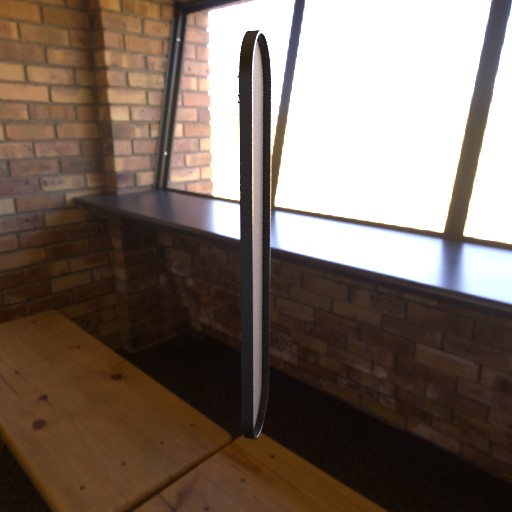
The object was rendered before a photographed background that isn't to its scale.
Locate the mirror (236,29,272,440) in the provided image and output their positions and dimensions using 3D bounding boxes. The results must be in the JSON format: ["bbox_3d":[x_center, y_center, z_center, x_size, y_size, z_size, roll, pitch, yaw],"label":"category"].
[{"bbox_3d":[0.000,0.000,1.076,0.032,0.991,0.222,3,17,11],"label":"mirror"}]
